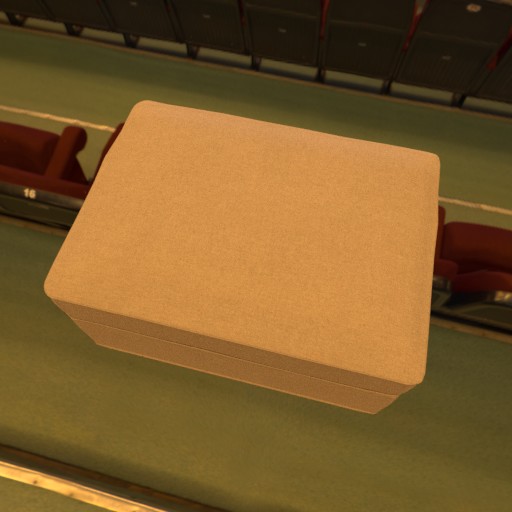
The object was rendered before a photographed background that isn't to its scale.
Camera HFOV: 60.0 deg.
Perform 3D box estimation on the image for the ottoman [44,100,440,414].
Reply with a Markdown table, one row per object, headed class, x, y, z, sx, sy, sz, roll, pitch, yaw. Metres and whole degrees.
| class | x | y | z | sx | sy | sz | roll | pitch | yaw |
| --- | --- | --- | --- | --- | --- | --- | --- | --- | --- |
| ottoman | 0.000 | 0.000 | 1.235 | 0.846 | 0.503 | 0.617 | 12 | 63 | 6 |
